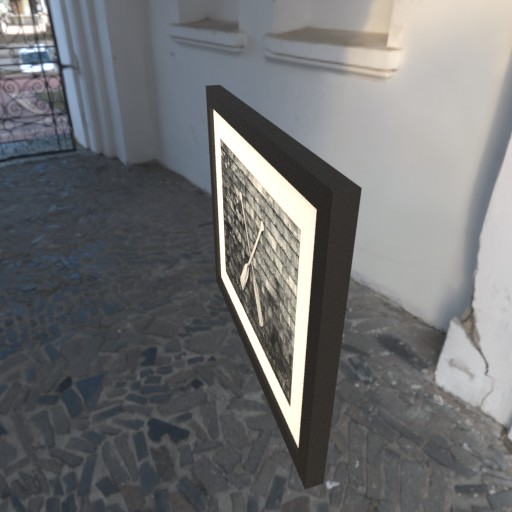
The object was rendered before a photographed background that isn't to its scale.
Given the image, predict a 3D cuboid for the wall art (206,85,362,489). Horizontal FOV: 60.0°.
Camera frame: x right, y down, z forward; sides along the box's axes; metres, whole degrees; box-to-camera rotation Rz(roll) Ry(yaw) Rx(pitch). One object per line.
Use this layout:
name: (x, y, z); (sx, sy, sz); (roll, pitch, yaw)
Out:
wall art: (0.000, 0.000, 0.750); (0.029, 0.457, 0.558); (-9, 32, -15)
